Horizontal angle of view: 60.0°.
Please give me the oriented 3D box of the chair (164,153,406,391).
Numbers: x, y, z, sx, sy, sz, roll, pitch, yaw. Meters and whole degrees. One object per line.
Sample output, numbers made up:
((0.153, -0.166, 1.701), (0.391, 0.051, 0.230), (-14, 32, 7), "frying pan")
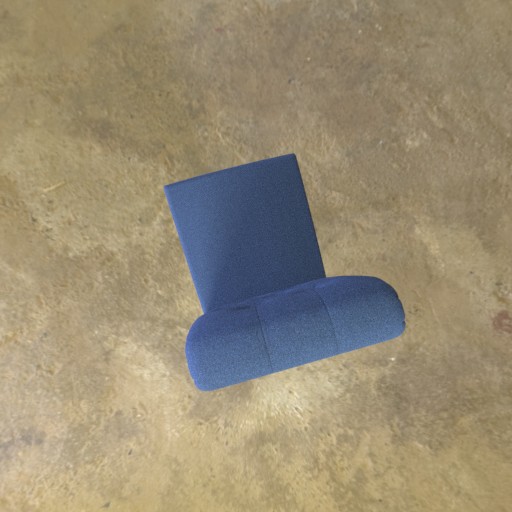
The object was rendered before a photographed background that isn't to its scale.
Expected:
((0.000, 0.000, 1.330), (0.456, 1.006, 0.671), (-15, 76, -4), "chair")
